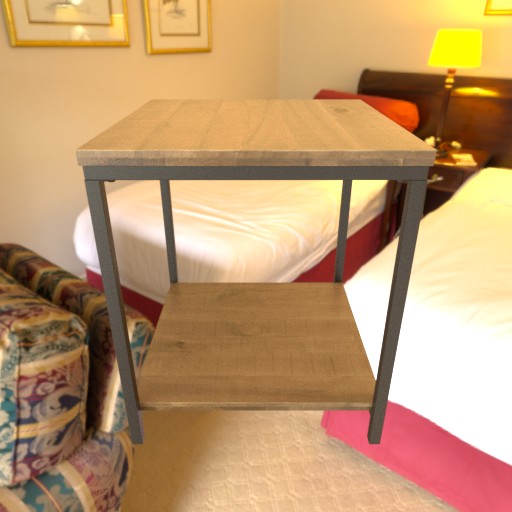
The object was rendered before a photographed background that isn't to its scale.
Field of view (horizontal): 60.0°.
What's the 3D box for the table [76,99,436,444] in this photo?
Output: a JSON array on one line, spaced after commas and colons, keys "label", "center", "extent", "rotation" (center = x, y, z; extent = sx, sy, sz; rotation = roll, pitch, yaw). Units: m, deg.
[{"label": "table", "center": [0.000, 0.000, 0.976], "extent": [0.503, 0.589, 0.507], "rotation": [0, 27, 0]}]
